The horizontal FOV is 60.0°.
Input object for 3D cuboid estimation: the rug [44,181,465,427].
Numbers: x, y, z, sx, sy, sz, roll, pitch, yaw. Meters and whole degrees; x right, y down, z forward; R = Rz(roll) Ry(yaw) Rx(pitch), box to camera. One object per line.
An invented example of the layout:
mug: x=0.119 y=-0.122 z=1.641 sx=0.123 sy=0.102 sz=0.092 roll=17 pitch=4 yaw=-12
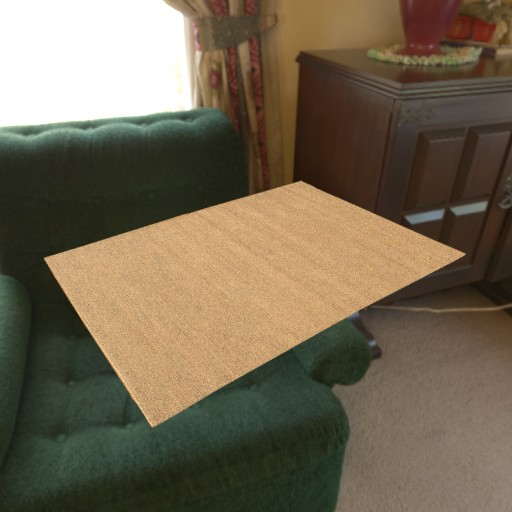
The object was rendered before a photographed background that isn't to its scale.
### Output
rug: x=0.000 y=0.000 z=2.916 sx=2.264 sy=0.030 sz=1.624 roll=-21 pitch=37 yaw=-31
